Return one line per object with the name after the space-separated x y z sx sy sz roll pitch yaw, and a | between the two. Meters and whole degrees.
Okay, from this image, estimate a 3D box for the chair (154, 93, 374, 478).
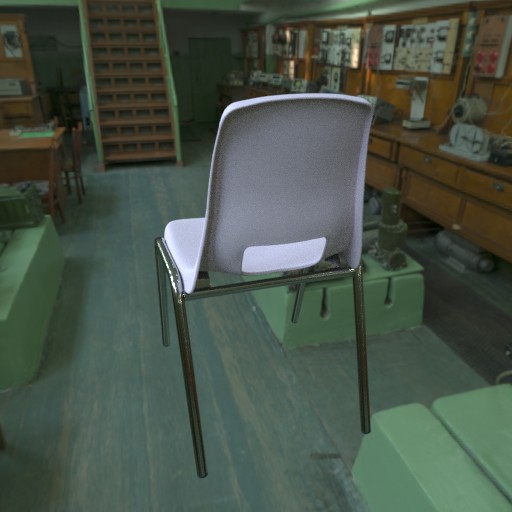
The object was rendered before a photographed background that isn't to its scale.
0.000 0.000 0.896 0.381 0.653 0.436 -8 26 -16 | chair
